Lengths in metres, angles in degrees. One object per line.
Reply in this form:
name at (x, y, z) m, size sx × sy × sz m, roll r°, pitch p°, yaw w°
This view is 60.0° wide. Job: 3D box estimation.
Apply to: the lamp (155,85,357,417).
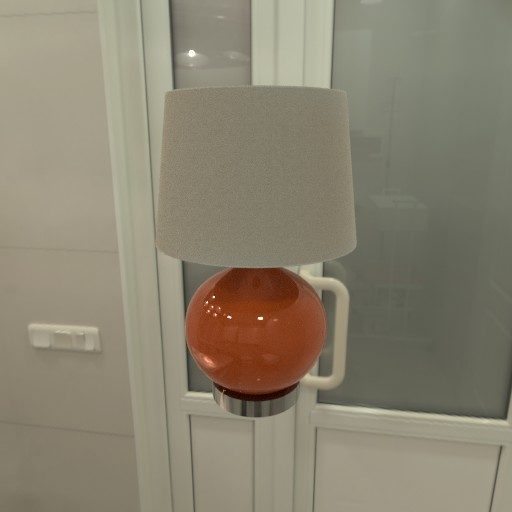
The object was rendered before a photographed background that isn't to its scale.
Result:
lamp at (0.000, 0.000, 0.561) m, size 0.247 × 0.387 × 0.247 m, roll 0°, pitch 16°, yaw 0°
